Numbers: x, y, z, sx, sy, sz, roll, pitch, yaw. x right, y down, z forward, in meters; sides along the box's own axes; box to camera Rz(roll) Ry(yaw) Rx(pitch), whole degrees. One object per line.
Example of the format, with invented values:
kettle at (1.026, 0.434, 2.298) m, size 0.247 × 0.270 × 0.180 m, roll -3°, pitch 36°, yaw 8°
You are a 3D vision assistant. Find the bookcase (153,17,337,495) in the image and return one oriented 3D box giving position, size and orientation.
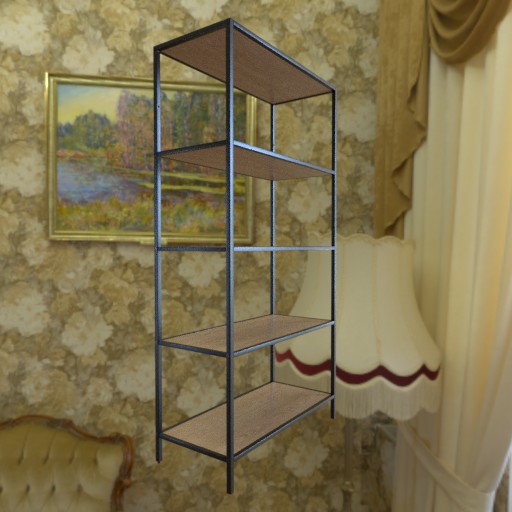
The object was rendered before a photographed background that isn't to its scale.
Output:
bookcase at (0.000, 0.000, 1.805) m, size 0.350 × 1.500 × 0.770 m, roll 1°, pitch 2°, yaw 36°
